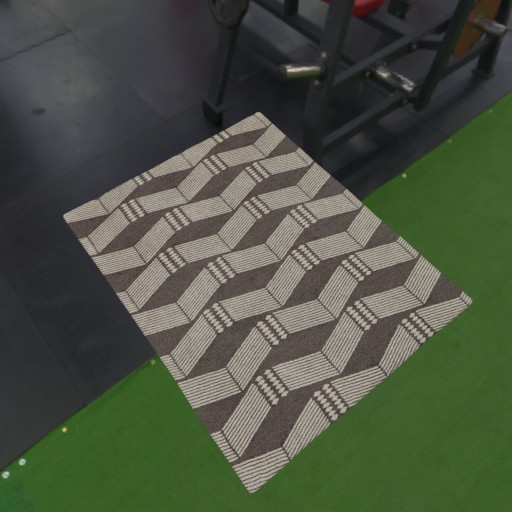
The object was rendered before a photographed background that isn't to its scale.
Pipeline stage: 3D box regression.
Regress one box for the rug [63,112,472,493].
[{"bbox_3d":[0.000,0.000,4.096,2.438,0.016,3.048,-33,64,-19],"label":"rug"}]
